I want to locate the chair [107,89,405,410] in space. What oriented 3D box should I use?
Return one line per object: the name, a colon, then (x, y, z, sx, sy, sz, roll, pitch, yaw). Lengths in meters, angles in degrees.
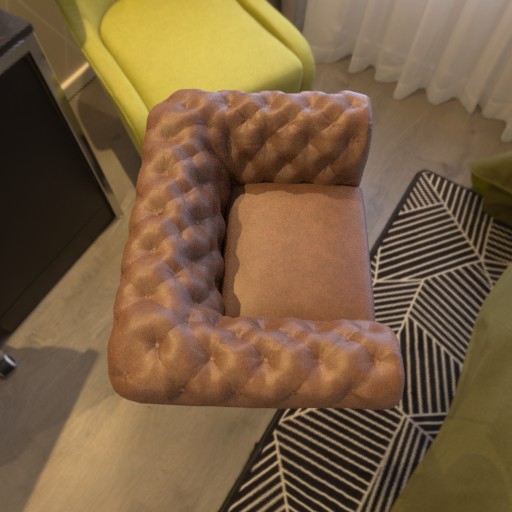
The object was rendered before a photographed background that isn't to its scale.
chair: (0.000, 0.000, 1.890, 0.954, 0.784, 1.298, 1, 63, 1)
